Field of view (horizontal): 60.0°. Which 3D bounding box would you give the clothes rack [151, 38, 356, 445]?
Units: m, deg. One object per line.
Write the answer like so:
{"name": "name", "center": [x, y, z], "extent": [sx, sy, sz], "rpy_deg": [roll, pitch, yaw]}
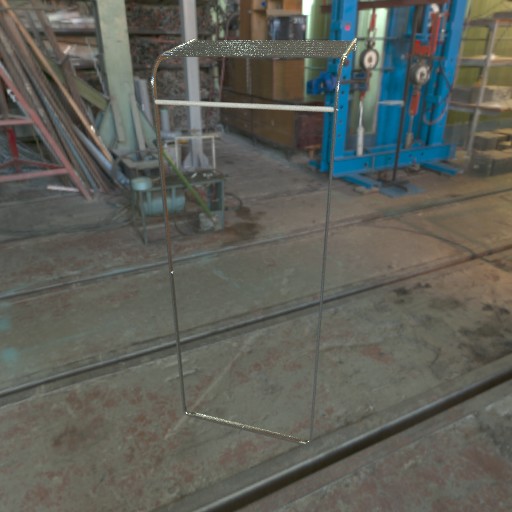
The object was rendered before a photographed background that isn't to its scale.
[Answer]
{"name": "clothes rack", "center": [0.000, 0.000, 1.784], "extent": [0.609, 1.574, 0.349], "rpy_deg": [8, 27, 16]}
